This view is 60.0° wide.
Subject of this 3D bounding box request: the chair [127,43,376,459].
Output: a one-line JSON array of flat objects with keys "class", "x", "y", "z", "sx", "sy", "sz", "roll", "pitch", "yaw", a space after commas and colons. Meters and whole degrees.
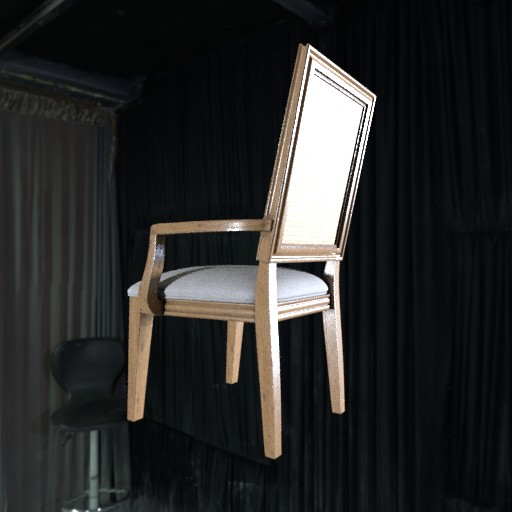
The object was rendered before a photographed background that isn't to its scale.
[{"class": "chair", "x": 0.000, "y": 0.000, "z": 1.362, "sx": 0.602, "sy": 0.990, "sz": 0.606, "roll": 0, "pitch": 1, "yaw": 36}]
